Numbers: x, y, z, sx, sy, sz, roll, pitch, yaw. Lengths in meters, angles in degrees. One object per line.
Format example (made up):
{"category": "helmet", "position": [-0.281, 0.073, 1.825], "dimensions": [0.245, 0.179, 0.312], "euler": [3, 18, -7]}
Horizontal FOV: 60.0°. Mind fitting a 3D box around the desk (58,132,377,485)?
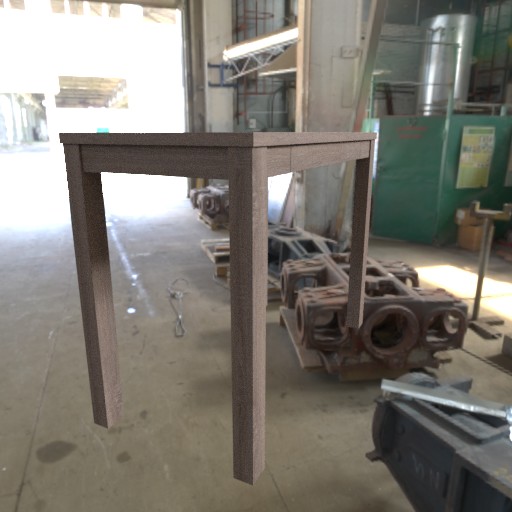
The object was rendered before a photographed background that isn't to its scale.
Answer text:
{"category": "desk", "position": [0.000, 0.000, 1.418], "dimensions": [0.495, 0.762, 0.991], "euler": [8, 17, 26]}
